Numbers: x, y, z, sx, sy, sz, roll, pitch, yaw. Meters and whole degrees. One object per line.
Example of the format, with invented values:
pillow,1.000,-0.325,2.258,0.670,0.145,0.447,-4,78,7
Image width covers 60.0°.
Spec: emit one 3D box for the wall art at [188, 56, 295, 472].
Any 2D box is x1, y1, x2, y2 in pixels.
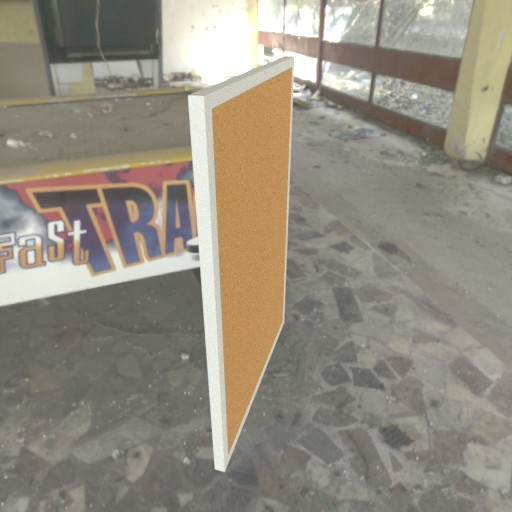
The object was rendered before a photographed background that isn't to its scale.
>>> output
wall art,0.000,0.000,0.556,0.013,0.433,0.303,8,31,15
